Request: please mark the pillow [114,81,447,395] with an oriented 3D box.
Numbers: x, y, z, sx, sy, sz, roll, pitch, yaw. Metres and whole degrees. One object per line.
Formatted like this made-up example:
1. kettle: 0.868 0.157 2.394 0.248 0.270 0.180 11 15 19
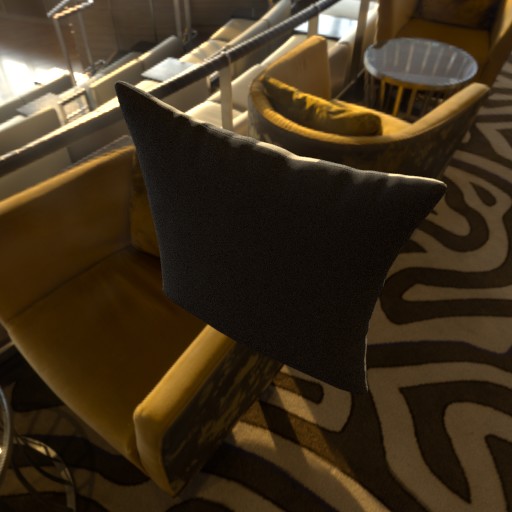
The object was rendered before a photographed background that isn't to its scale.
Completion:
1. pillow: 0.000 0.000 0.778 0.511 0.509 0.161 24 51 21
